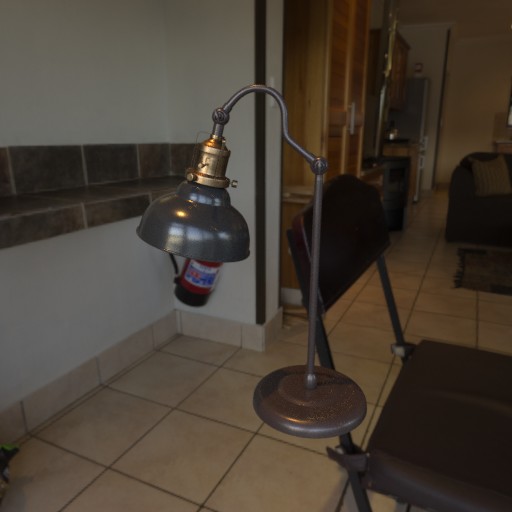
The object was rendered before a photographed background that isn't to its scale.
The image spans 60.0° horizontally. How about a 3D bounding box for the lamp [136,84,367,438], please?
[{"bbox_3d":[0.000,0.000,0.700,0.374,0.508,0.192,2,15,7],"label":"lamp"}]
